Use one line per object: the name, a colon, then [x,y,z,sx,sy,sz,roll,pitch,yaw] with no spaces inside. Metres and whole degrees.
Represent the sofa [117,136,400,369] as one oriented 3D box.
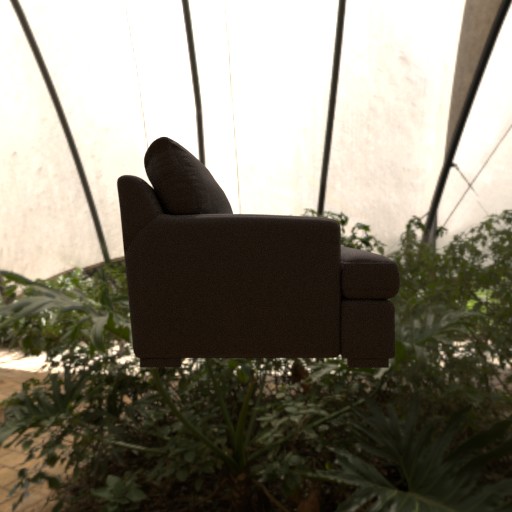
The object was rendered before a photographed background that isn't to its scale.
sofa: [0.000,0.000,2.853,1.140,0.950,2.271,0,-1,0]
